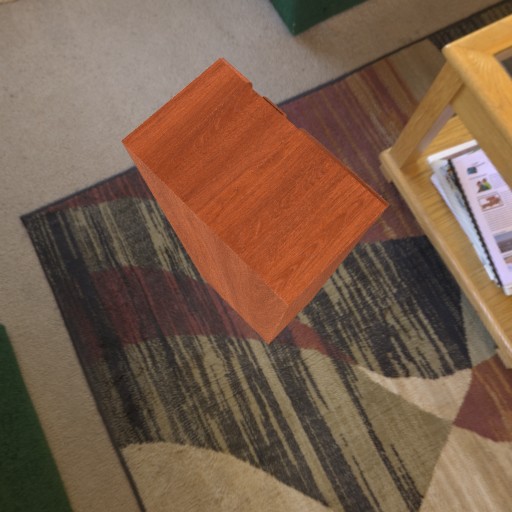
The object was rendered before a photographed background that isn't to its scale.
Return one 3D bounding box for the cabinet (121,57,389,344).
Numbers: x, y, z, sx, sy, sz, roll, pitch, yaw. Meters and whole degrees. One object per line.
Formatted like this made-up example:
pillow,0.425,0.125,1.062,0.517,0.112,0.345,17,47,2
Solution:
cabinet,0.000,0.000,2.192,0.420,1.980,0.660,-44,80,-10
